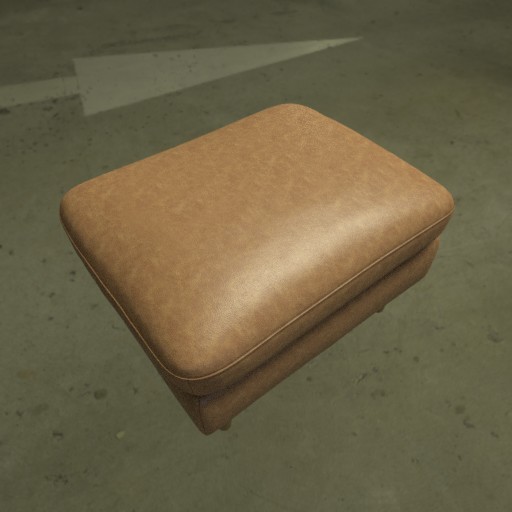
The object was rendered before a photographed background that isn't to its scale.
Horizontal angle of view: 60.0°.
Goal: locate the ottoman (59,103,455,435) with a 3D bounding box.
[{"bbox_3d":[0.000,0.000,1.115,0.747,0.478,0.593,-30,54,-25],"label":"ottoman"}]
